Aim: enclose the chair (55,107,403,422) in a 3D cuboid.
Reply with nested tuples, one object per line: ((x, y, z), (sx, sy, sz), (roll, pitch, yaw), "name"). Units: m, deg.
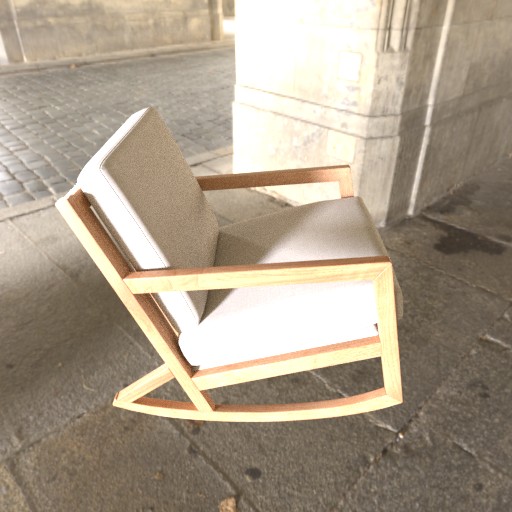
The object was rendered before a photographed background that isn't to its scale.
((0.000, 0.000, 1.384), (0.857, 0.790, 0.622), (1, 32, 1), "chair")
